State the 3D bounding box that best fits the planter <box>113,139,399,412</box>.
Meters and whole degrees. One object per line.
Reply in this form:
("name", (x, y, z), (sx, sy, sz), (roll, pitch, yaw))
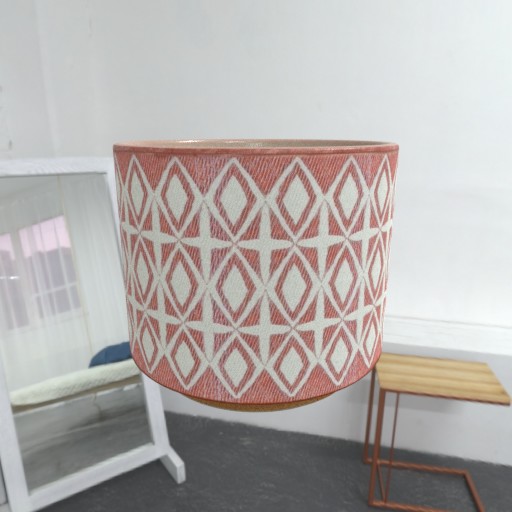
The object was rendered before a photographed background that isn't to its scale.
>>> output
("planter", (0.000, 0.000, 0.475), (0.273, 0.237, 0.273), (0, 16, 0))
